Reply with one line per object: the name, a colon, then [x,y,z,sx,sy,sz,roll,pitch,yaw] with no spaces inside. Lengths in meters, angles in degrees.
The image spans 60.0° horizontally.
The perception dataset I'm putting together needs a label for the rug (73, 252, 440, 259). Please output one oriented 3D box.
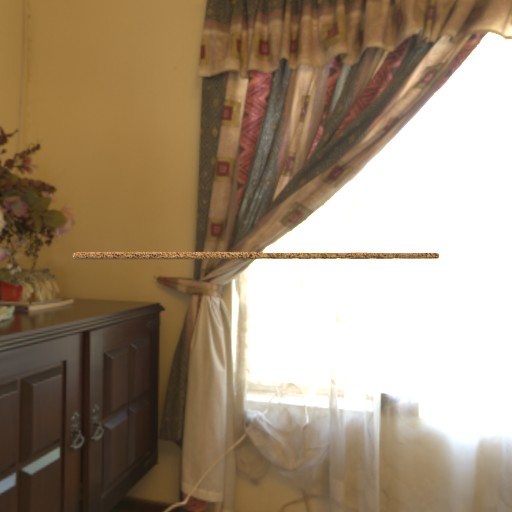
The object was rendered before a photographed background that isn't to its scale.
rug: [0.000,0.000,3.039,1.524,0.030,2.438,0,0,0]
